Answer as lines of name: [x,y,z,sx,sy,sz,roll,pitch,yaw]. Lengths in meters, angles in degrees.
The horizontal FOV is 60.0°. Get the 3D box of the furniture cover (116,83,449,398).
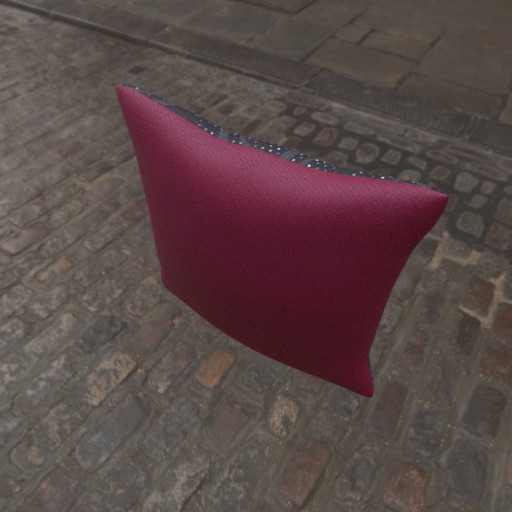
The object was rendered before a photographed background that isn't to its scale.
furniture cover: [0.000,0.000,0.807,0.552,0.509,0.193,25,51,22]
